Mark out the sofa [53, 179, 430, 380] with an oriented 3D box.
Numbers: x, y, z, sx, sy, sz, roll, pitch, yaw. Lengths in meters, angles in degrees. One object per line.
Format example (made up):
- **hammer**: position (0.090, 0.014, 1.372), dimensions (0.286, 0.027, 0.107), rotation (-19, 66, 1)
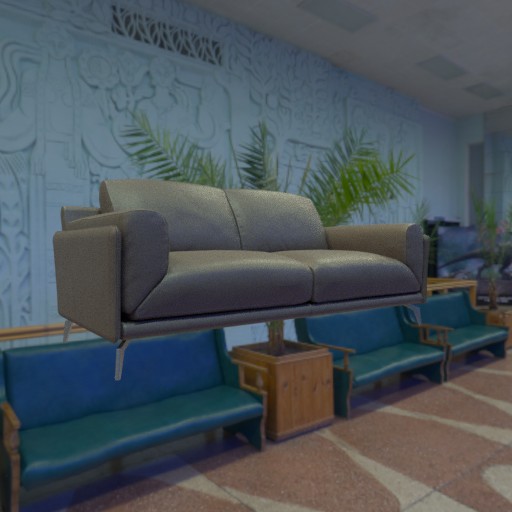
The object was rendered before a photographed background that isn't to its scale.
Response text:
- **sofa**: position (0.000, 0.000, 2.693), dimensions (2.101, 0.930, 1.049), rotation (-1, 1, -36)
